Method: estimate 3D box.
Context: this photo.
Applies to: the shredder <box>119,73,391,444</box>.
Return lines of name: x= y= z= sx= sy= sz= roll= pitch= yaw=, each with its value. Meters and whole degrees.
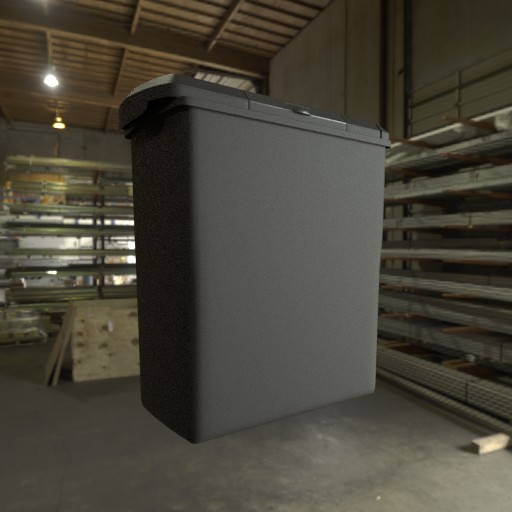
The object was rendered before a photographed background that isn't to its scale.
shredder: x=0.000 y=0.000 z=0.524 sx=0.320 sy=0.335 sz=0.170 roll=-1 pitch=1 yaw=-36
